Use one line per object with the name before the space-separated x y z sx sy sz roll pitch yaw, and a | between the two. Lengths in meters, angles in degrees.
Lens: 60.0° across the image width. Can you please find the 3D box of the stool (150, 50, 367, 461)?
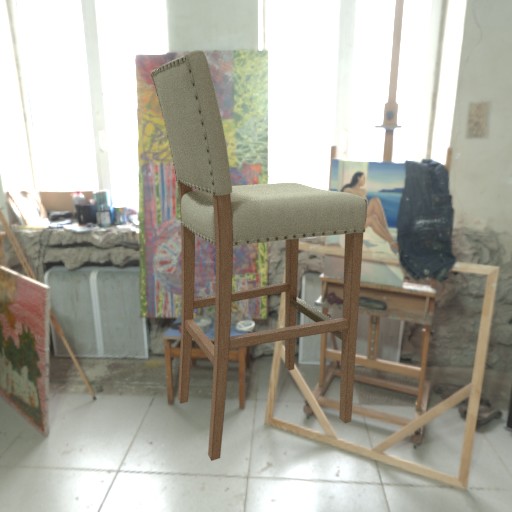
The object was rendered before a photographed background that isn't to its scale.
stool | 0.000 0.000 1.439 0.546 1.143 0.428 -8 18 -25
